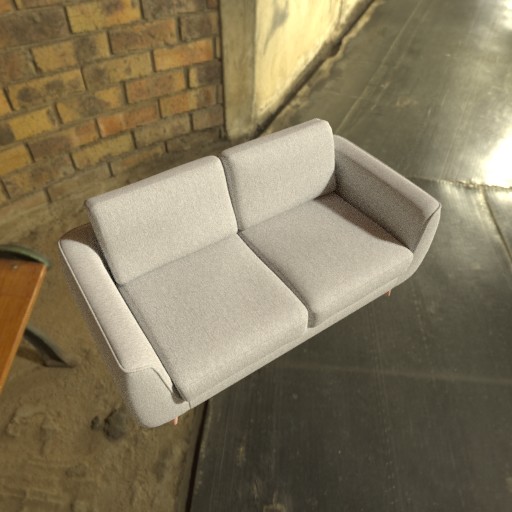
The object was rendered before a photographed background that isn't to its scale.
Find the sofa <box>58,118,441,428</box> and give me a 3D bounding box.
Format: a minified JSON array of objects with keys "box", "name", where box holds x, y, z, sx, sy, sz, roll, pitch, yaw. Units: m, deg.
[{"box":[0.000,0.000,2.234,1.700,0.850,0.920,-26,51,-23],"name":"sofa"}]
